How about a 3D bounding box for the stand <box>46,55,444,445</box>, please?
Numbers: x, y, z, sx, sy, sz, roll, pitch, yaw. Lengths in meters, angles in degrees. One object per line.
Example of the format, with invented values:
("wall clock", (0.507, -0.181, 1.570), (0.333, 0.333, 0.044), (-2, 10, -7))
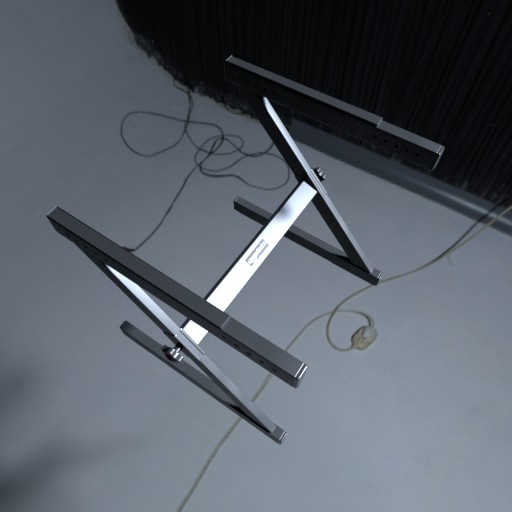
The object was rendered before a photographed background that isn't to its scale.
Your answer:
("stand", (0.000, 0.000, 1.179), (0.586, 0.617, 0.700), (30, 62, 17))
